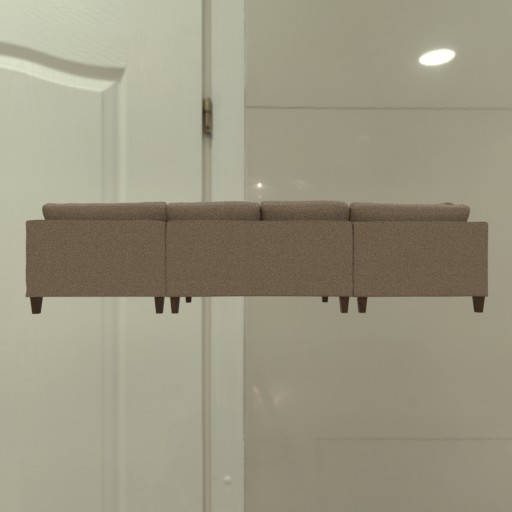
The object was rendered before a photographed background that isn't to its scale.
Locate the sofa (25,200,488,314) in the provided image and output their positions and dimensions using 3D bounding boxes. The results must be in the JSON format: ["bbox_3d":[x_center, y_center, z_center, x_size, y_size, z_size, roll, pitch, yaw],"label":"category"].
[{"bbox_3d":[0.000,0.000,4.470,3.438,0.865,2.424,0,0,-1],"label":"sofa"}]
